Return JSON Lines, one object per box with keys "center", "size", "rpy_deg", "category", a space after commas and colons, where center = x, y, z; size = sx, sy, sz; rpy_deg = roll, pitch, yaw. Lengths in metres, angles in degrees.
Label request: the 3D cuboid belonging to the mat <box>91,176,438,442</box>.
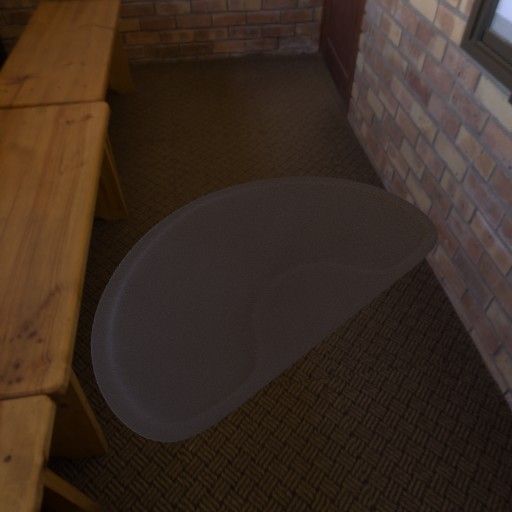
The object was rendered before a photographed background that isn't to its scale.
{"center": [0.000, 0.000, 1.816], "size": [1.524, 0.013, 0.913], "rpy_deg": [-32, 54, -26], "category": "mat"}
